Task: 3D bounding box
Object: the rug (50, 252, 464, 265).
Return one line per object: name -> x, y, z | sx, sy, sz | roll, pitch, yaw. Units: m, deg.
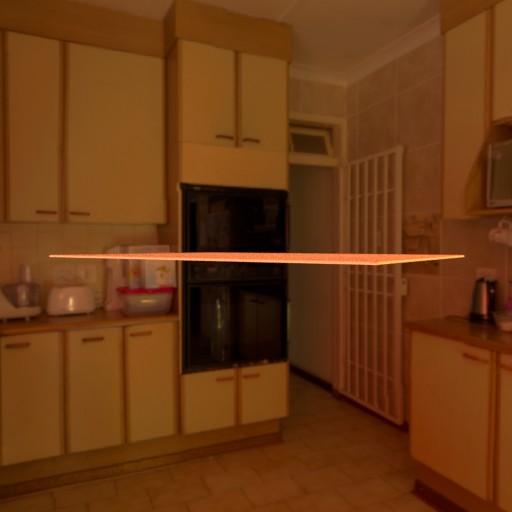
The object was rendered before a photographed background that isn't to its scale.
rug -> 0.000, 0.000, 2.786 | 2.134, 0.013, 1.524 | 1, 1, 36
